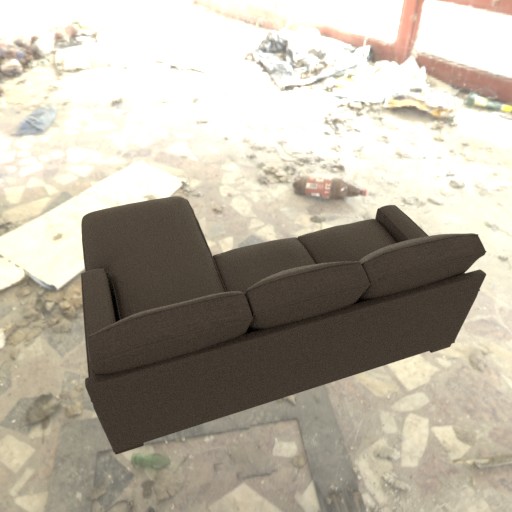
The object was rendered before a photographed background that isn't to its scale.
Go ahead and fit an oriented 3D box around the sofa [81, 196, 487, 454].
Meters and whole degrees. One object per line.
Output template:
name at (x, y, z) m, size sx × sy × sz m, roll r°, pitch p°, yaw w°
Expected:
sofa at (0.000, 0.000, 3.189) m, size 2.370 × 0.973 × 1.790 m, roll -13°, pitch 43°, yaw -14°
